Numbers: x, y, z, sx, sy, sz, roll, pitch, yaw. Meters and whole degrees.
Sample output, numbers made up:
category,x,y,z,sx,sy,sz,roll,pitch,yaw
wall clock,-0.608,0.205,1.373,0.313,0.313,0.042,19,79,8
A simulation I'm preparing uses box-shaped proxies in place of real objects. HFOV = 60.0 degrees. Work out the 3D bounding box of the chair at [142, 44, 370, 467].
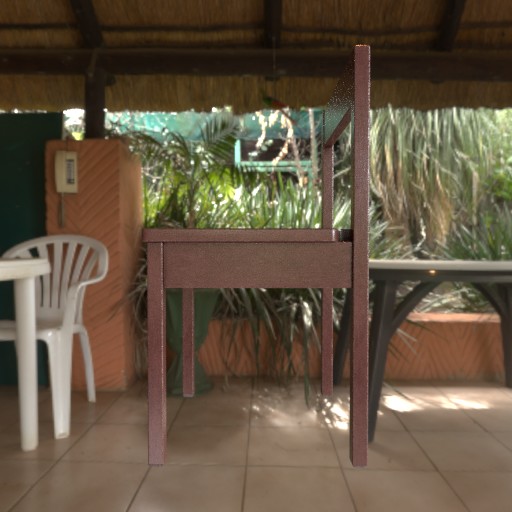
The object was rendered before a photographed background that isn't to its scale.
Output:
category,x,y,z,sx,sy,sz,roll,pitch,yaw
chair,0.000,0.000,0.876,0.361,0.668,0.367,0,1,0
